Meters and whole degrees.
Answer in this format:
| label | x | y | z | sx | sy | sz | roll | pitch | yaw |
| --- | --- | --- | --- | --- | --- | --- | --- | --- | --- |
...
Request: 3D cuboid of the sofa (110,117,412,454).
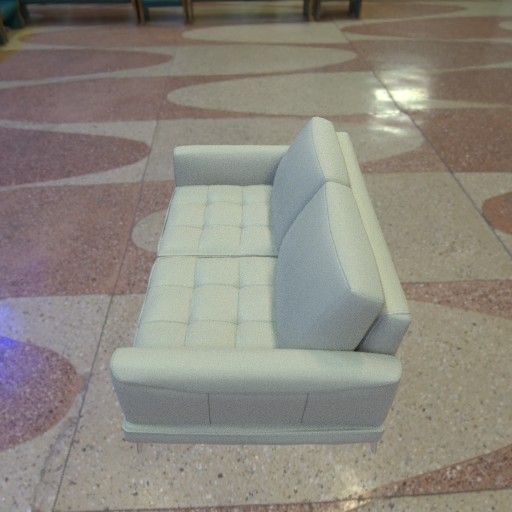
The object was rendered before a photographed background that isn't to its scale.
| label | x | y | z | sx | sy | sz | roll | pitch | yaw |
| --- | --- | --- | --- | --- | --- | --- | --- | --- | --- |
| sofa | 0.000 | 0.000 | 2.335 | 1.121 | 0.930 | 1.819 | 0 | 41 | 0 |
